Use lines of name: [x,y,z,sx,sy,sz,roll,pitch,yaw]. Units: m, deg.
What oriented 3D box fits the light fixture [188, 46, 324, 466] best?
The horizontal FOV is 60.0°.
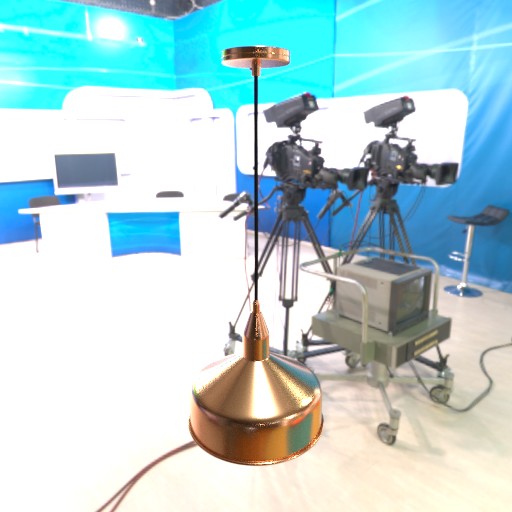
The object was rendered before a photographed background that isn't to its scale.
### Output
light fixture: [0.000,0.000,0.891,0.301,0.754,0.301,3,16,9]
